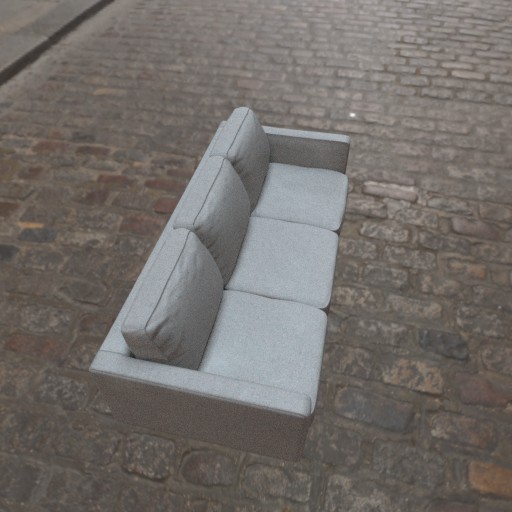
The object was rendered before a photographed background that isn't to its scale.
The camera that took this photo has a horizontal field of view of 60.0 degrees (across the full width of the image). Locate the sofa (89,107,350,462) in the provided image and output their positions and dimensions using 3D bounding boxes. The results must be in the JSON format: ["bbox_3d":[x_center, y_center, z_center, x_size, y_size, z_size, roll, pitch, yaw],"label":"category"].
[{"bbox_3d":[0.000,0.000,2.553,0.944,0.918,1.983,9,47,9],"label":"sofa"}]
